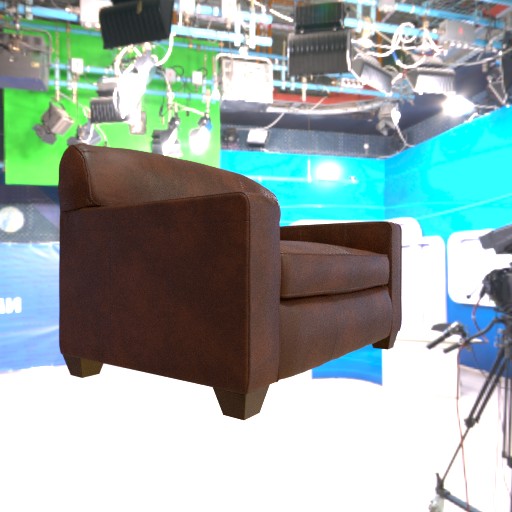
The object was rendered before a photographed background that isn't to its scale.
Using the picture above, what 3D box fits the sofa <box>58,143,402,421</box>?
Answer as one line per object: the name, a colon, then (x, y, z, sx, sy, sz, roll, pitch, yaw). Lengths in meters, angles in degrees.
sofa: (0.000, 0.000, 2.051, 1.000, 0.956, 1.413, 0, -1, 35)
